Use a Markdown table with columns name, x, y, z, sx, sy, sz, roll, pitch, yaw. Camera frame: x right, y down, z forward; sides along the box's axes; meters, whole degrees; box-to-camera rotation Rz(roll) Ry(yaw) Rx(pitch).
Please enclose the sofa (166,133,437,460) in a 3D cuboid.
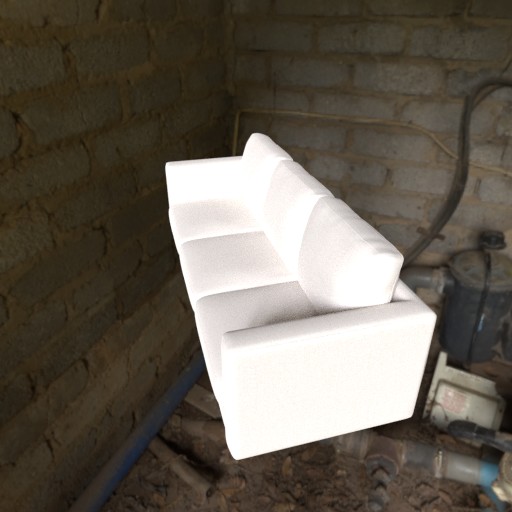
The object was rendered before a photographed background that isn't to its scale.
| name | x | y | z | sx | sy | sz | roll | pitch | yaw |
| --- | --- | --- | --- | --- | --- | --- | --- | --- | --- |
| sofa | 0.000 | 0.000 | 2.450 | 0.802 | 0.912 | 2.029 | -8 | 31 | -13 |
